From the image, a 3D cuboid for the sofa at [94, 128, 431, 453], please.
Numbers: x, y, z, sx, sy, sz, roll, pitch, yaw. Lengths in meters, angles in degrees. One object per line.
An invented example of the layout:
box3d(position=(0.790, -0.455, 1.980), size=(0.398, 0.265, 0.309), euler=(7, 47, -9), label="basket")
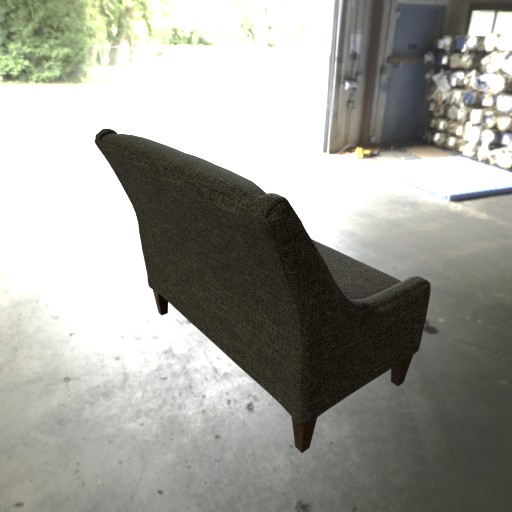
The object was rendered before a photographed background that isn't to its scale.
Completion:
box3d(position=(0.000, 0.000, 1.948), size=(0.870, 1.021, 1.242), euler=(-19, 32, -33), label="sofa")
